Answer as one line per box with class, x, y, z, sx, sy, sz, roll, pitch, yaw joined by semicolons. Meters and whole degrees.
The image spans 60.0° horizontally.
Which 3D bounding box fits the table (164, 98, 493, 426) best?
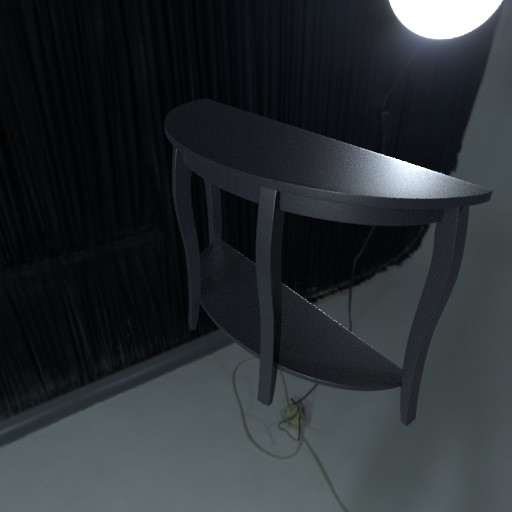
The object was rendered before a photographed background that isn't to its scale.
table;0.000;0.000;1.493;0.394;0.780;1.219;-21;36;-31
